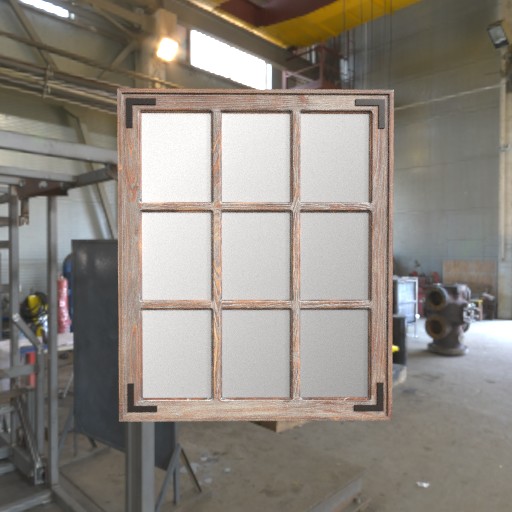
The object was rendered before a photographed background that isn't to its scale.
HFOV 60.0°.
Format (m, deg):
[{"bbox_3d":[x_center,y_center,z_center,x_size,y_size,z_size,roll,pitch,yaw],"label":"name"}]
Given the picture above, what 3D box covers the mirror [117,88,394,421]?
[{"bbox_3d":[0.000,0.000,1.194,0.730,0.882,0.032,0,1,-1],"label":"mirror"}]
